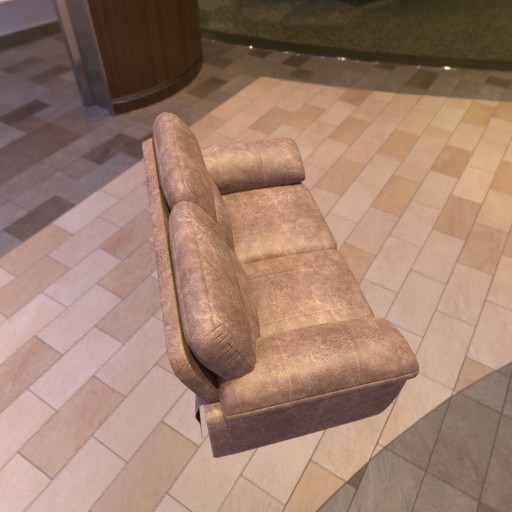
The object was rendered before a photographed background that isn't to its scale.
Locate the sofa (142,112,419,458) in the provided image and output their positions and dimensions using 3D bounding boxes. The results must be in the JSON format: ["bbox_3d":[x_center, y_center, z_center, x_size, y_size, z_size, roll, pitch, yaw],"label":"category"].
[{"bbox_3d":[0.000,0.000,2.359,0.991,0.991,1.753,-10,47,-9],"label":"sofa"}]
